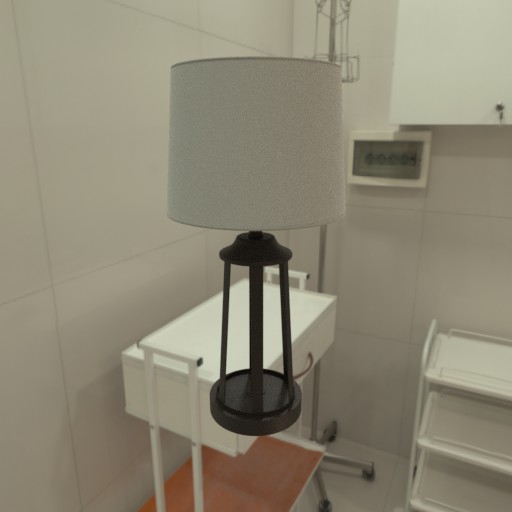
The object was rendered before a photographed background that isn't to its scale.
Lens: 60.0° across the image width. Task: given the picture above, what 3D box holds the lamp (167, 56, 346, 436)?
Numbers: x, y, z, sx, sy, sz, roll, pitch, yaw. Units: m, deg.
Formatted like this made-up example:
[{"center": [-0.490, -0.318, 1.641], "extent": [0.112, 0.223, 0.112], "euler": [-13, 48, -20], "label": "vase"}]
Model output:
[{"center": [0.000, 0.000, 0.651], "extent": [0.251, 0.509, 0.251], "euler": [0, 16, 0], "label": "lamp"}]
